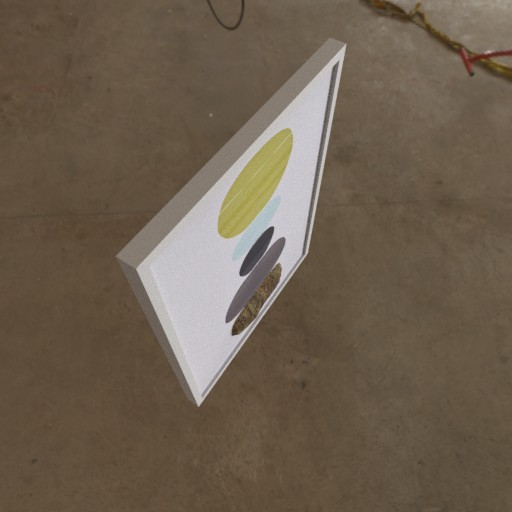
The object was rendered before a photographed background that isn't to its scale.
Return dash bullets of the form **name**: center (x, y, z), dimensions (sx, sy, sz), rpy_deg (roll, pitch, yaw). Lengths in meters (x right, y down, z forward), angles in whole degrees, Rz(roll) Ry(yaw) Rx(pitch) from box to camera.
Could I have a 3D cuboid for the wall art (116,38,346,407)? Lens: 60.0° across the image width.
- **wall art**: center (0.000, 0.000, 1.056), dimensions (0.055, 0.763, 0.611), rpy_deg (29, 62, 17)
